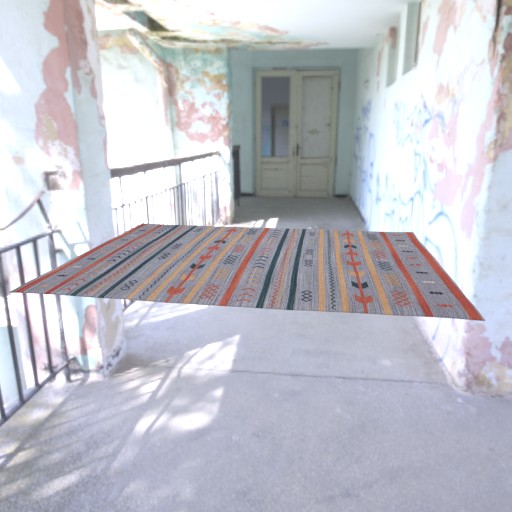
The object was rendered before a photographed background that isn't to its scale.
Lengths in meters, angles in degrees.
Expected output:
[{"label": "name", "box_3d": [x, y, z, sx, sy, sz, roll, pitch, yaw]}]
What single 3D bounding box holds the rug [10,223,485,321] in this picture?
[{"label": "rug", "box_3d": [0.000, 0.000, 3.836, 3.029, 0.022, 2.263, 2, 16, 8]}]
